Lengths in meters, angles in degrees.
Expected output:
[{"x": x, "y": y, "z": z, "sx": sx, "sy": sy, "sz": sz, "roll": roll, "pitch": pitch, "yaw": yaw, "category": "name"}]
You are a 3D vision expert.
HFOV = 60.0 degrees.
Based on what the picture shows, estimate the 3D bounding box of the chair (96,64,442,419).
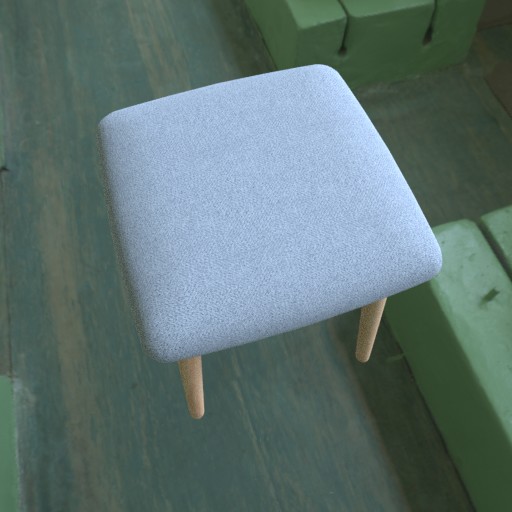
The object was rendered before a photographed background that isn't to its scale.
[{"x": 0.000, "y": 0.000, "z": 0.686, "sx": 0.350, "sy": 0.440, "sz": 0.350, "roll": -16, "pitch": 64, "yaw": -8, "category": "chair"}]
